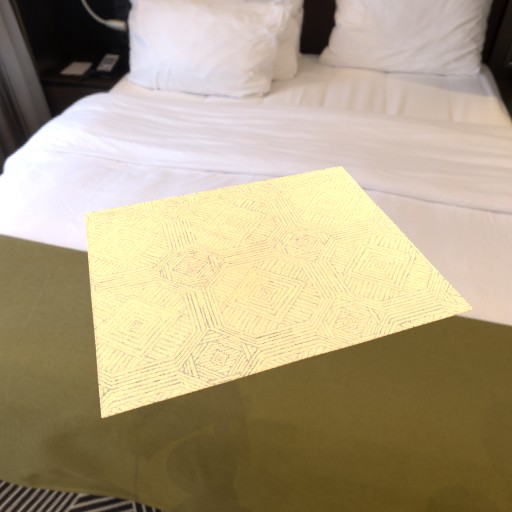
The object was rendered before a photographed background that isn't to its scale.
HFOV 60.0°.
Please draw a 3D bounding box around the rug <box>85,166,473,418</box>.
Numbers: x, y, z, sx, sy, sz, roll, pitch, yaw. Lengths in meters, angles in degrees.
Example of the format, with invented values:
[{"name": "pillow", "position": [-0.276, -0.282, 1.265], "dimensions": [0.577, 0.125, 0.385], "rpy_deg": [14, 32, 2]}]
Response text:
[{"name": "rug", "position": [0.000, 0.000, 4.246], "dimensions": [3.049, 0.015, 2.457], "rpy_deg": [-13, 44, -14]}]
